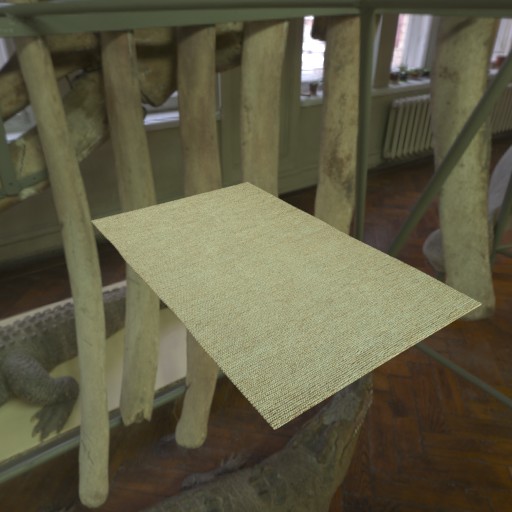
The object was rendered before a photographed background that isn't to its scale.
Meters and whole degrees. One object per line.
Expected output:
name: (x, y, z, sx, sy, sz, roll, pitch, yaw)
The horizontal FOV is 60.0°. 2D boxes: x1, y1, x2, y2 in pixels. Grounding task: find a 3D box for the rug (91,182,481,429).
rug: (0.000, 0.000, 3.081, 1.533, 0.011, 2.439, -19, 35, -30)
